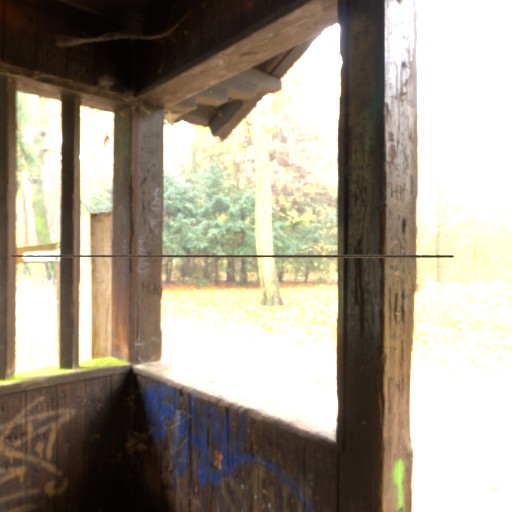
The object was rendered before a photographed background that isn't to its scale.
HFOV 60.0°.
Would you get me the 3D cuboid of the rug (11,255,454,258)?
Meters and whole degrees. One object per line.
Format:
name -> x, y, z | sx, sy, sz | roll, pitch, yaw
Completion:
rug -> 0.000, 0.000, 3.971 | 3.050, 0.015, 2.441 | 0, 0, 19
